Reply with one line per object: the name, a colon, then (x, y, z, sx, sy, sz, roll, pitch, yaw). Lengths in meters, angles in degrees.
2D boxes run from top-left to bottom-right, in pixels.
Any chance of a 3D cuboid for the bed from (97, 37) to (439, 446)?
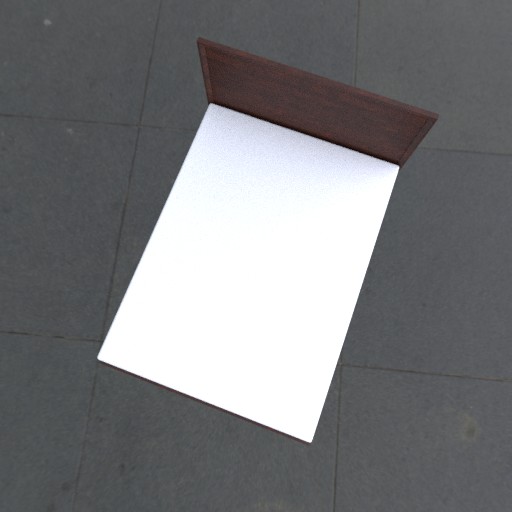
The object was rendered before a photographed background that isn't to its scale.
bed: (0.000, 0.000, 3.174, 1.600, 1.270, 2.184, 20, 77, 5)
